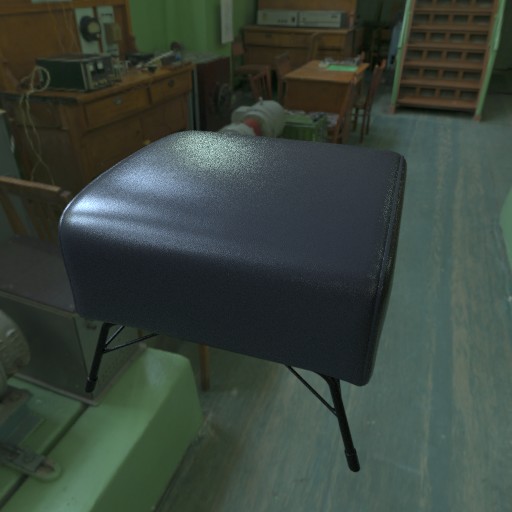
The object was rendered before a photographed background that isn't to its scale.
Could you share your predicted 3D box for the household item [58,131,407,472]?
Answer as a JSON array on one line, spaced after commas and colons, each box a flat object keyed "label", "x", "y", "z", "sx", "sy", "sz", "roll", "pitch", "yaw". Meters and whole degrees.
[{"label": "household item", "x": 0.000, "y": 0.000, "z": 0.891, "sx": 0.530, "sy": 0.410, "sz": 0.530, "roll": 10, "pitch": 33, "yaw": 16}]
